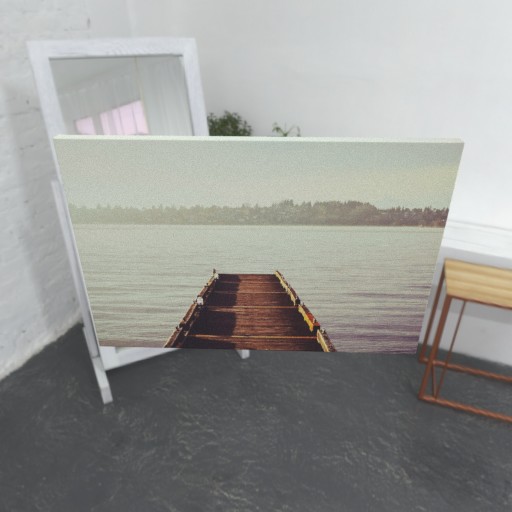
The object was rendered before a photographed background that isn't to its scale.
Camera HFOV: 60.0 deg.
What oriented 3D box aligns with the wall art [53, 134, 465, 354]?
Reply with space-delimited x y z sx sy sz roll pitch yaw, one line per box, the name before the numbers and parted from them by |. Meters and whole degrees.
wall art | 0.000 0.000 1.438 1.149 0.765 0.040 1 30 2
